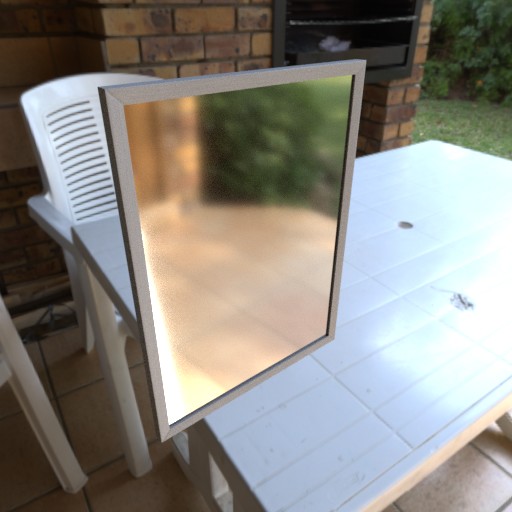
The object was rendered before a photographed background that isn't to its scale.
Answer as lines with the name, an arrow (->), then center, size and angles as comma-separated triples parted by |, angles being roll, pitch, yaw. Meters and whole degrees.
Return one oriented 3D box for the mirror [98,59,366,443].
mirror -> 0.000, 0.000, 1.308 | 0.762, 1.016, 0.040 | -22, 36, -33
